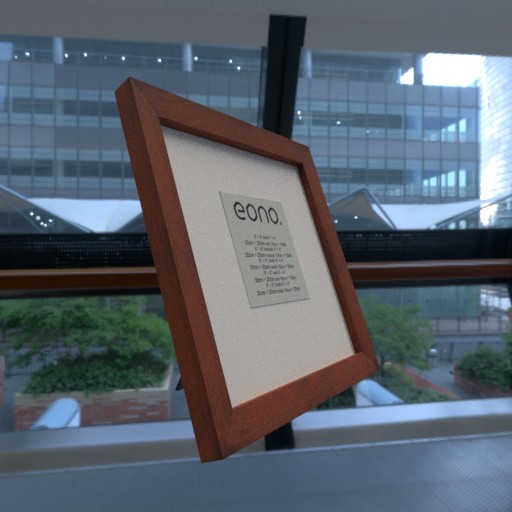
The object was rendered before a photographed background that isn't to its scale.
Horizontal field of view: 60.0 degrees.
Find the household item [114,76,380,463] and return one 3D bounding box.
[{"bbox_3d":[0.000,0.000,0.382,0.131,0.240,0.240,0,0,36],"label":"household item"}]
